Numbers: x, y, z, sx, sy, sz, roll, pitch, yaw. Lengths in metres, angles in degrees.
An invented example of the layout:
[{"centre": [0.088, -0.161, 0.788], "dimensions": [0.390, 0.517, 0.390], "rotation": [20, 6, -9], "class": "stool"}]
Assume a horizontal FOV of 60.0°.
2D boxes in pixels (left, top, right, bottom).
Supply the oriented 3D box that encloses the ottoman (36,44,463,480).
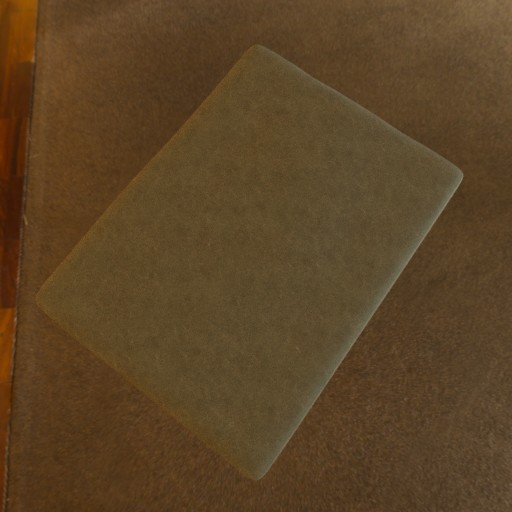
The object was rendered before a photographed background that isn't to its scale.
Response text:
[{"centre": [0.000, 0.000, 1.198], "dimensions": [0.639, 0.464, 0.839], "rotation": [35, 78, 9], "class": "ottoman"}]
